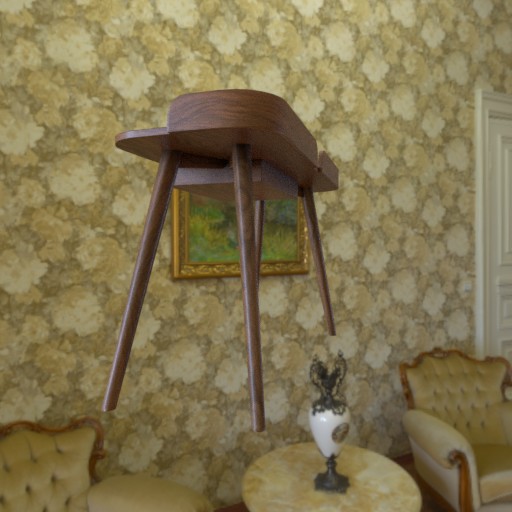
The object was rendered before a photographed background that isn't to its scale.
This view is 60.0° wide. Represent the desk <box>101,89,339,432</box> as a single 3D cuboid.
[{"bbox_3d":[0.000,0.000,1.680,0.486,0.800,1.256,0,1,18],"label":"desk"}]
